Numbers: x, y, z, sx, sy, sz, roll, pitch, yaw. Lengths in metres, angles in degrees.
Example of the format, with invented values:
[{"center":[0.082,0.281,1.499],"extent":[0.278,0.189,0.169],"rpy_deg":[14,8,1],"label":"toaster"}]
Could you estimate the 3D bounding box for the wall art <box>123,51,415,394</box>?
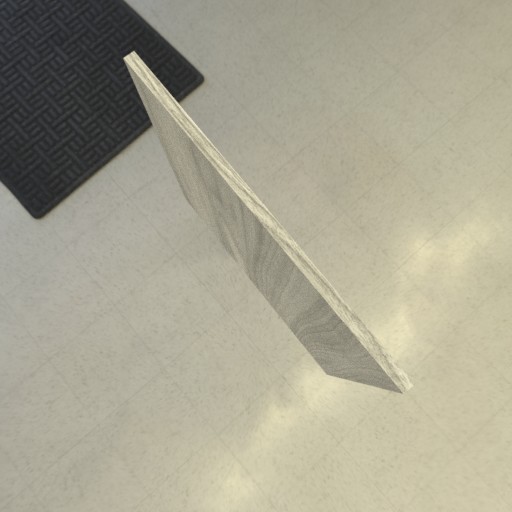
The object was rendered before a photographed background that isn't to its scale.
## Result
[{"center":[0.000,0.000,0.749],"extent":[0.016,0.507,0.508],"rpy_deg":[-38,80,-8],"label":"wall art"}]
